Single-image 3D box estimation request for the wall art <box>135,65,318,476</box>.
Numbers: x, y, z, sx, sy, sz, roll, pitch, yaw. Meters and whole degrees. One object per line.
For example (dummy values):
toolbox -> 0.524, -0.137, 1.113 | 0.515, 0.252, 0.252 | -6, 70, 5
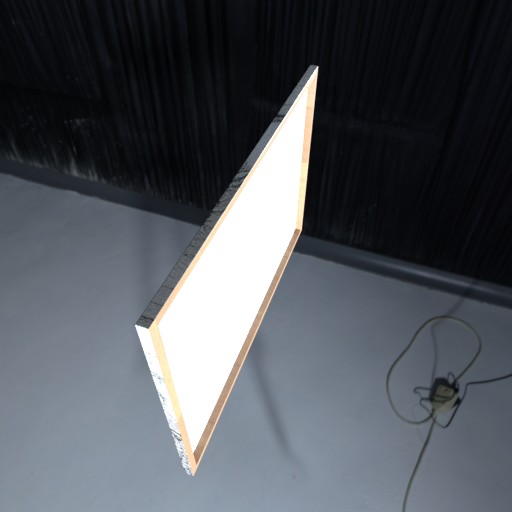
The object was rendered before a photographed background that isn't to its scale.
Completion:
wall art -> 0.000, 0.000, 1.131 | 0.023, 0.607, 0.914 | 15, 48, 14
